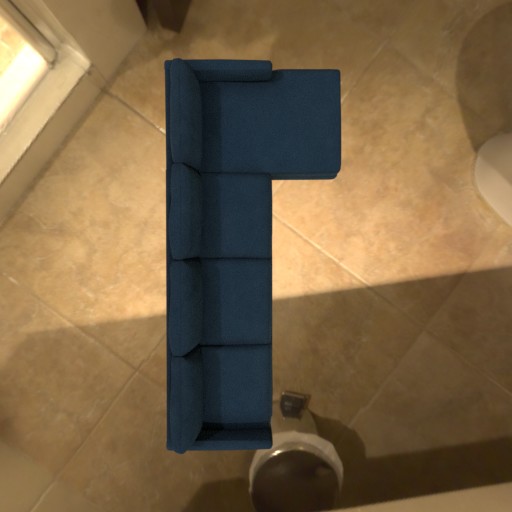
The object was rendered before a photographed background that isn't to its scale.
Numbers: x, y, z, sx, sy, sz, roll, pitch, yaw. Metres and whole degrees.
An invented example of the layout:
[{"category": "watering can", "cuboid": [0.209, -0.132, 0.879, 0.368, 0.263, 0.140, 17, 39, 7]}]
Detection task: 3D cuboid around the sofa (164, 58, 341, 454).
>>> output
[{"category": "sofa", "cuboid": [0.000, 0.000, 3.461, 1.350, 0.810, 2.932, 0, 91, -1]}]
